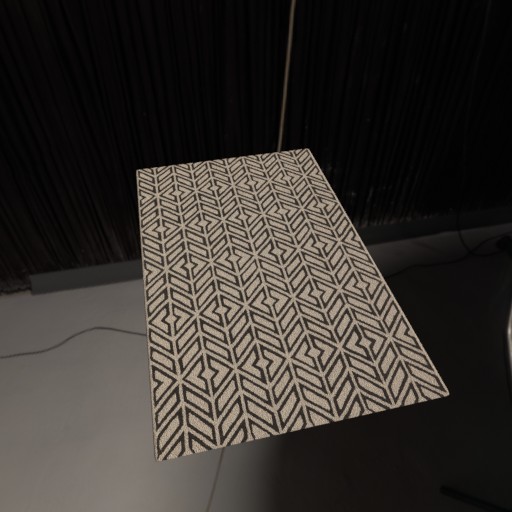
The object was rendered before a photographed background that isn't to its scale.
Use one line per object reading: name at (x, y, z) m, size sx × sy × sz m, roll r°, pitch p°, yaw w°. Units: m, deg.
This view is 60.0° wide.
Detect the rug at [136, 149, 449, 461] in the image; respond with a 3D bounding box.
rug at (0.000, 0.000, 3.025) m, size 1.523 × 0.008 × 2.438 m, roll -9°, pitch 46°, yaw -9°
